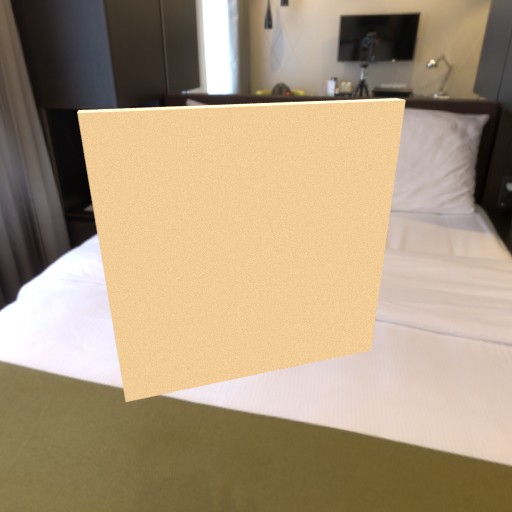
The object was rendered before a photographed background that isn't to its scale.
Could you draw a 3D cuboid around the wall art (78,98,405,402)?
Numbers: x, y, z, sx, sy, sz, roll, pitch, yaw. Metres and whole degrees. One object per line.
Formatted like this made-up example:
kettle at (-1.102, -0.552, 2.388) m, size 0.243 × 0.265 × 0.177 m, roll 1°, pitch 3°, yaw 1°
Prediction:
wall art at (0.000, 0.000, 0.860) m, size 0.559 × 0.559 × 0.028 m, roll -8°, pitch 27°, yaw -16°
